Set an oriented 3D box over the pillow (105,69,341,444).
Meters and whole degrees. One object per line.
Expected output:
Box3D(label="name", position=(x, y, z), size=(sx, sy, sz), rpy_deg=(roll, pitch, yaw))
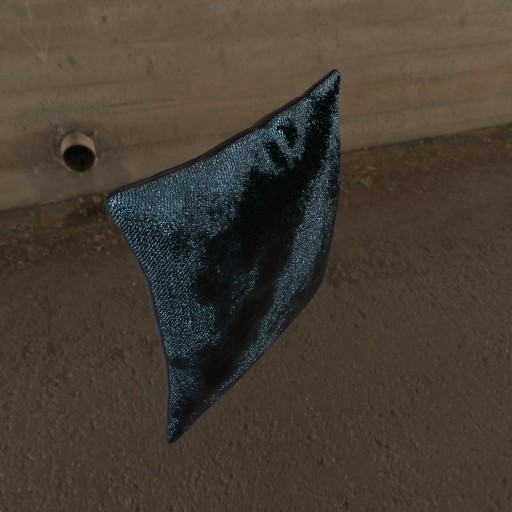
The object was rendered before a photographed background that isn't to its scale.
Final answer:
Box3D(label="pillow", position=(0.000, 0.000, 0.648), size=(0.138, 0.430, 0.436), rpy_deg=(26, 46, 27))
